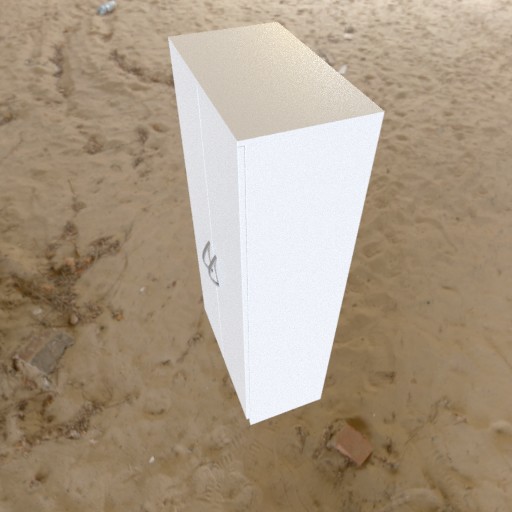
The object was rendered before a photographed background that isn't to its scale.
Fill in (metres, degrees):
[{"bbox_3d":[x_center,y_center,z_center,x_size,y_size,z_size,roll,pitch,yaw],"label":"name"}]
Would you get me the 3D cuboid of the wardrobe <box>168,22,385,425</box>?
[{"bbox_3d":[0.000,0.000,2.021,0.470,1.700,0.760,-15,48,-14],"label":"wardrobe"}]
